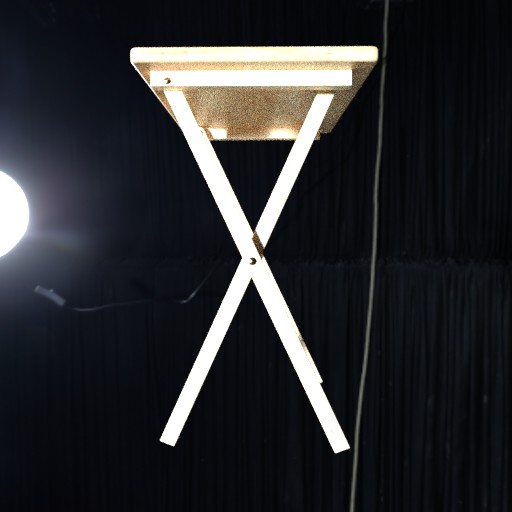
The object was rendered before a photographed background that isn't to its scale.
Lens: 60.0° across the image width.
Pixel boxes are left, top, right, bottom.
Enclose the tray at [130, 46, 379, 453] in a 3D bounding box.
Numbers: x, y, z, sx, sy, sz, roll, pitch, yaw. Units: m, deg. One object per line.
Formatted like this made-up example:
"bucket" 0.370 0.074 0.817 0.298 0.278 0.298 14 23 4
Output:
"tray" 0.000 0.000 0.929 0.381 0.660 0.483 0 3 1
